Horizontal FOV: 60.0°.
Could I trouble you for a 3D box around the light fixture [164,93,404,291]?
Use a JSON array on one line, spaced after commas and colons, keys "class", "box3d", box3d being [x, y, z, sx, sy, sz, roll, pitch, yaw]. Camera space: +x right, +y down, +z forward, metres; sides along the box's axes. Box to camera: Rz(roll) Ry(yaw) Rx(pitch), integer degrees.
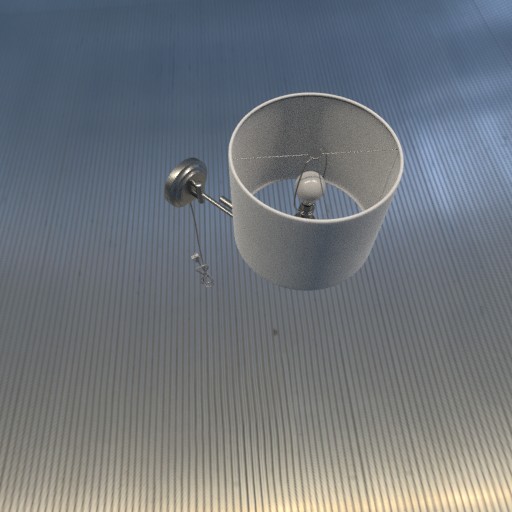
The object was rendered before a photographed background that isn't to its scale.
[{"class": "light fixture", "box3d": [0.000, 0.000, 1.040, 0.479, 0.842, 0.253, 36, 66, 19]}]
